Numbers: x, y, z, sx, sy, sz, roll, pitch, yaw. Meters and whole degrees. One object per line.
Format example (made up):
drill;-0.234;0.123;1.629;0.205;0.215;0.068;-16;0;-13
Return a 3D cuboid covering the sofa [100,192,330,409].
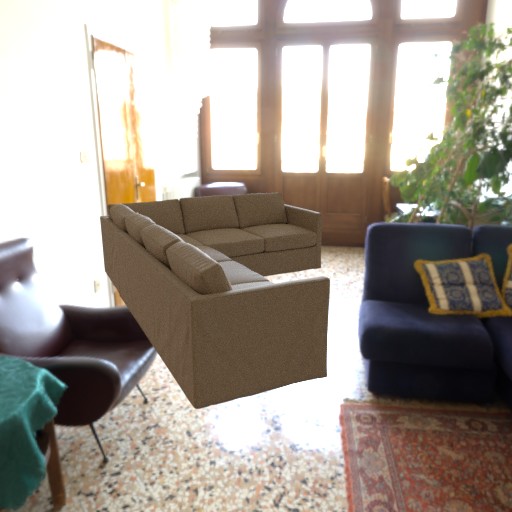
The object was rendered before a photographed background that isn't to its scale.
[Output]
sofa;0.000;0.000;4.327;2.432;0.871;3.182;-7;16;-27
